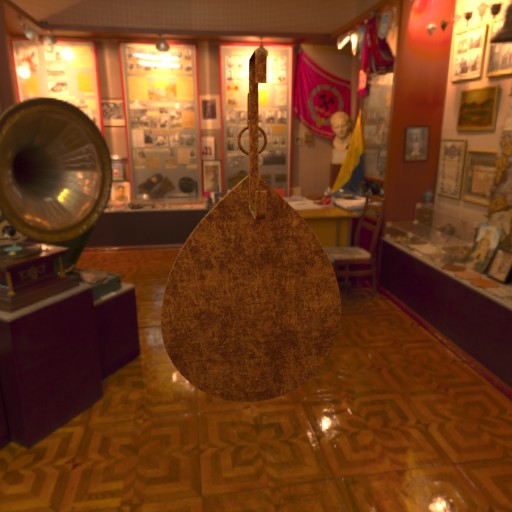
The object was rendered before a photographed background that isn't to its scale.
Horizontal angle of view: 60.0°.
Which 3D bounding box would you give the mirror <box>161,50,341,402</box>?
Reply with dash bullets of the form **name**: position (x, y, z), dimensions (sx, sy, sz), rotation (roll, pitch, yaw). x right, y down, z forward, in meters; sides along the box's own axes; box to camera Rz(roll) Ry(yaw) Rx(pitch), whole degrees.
- **mirror**: position (0.000, 0.000, 0.896), dimensions (0.405, 0.744, 0.144), rotation (-2, 16, -7)
